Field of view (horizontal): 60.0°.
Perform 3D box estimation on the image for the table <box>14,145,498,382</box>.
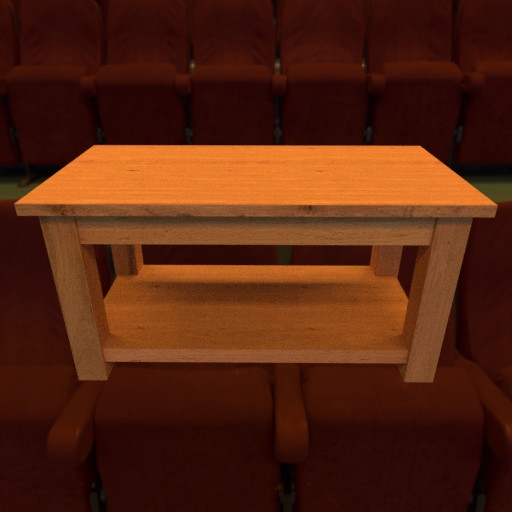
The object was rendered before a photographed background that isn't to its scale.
[{"bbox_3d":[0.000,0.000,1.128,0.899,0.452,0.450,0,28,0],"label":"table"}]
